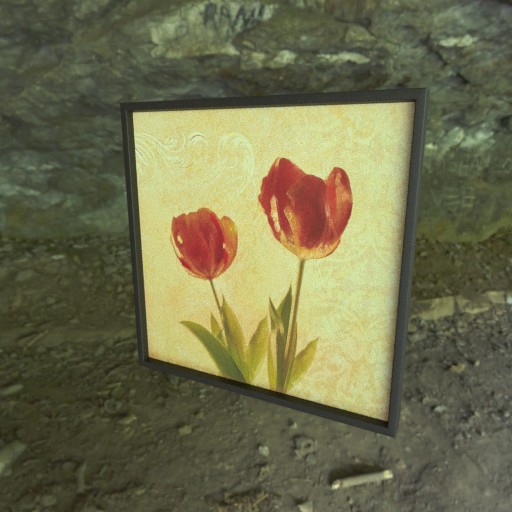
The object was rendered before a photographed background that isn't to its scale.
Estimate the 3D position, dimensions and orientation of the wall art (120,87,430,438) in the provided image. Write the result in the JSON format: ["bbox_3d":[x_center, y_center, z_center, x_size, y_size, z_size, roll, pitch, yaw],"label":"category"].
[{"bbox_3d":[0.000,0.000,0.518,0.349,0.349,0.038,7,16,26],"label":"wall art"}]
